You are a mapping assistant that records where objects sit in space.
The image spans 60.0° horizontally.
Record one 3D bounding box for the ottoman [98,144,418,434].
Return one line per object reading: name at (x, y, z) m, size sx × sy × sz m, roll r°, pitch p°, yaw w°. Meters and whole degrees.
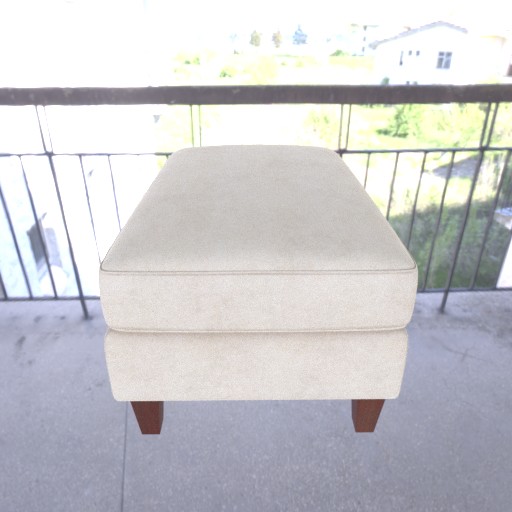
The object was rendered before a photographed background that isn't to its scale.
ottoman at (0.000, 0.000, 1.206) m, size 0.584 × 0.483 × 0.864 m, roll 0°, pitch 27°, yaw -1°
